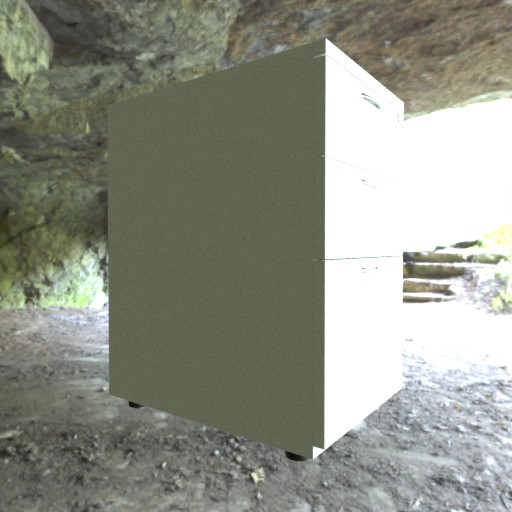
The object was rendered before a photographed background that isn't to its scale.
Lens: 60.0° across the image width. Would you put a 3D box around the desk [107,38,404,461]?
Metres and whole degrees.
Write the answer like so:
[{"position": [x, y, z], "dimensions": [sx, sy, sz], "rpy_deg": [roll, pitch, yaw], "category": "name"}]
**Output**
[{"position": [0.000, 0.000, 1.068], "dimensions": [0.600, 0.730, 0.404], "rpy_deg": [1, 1, 36], "category": "desk"}]
